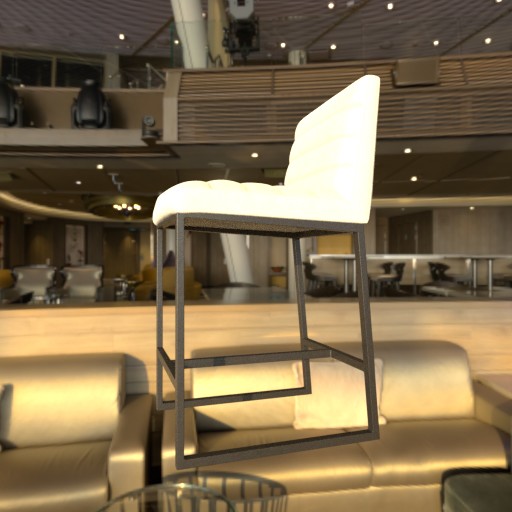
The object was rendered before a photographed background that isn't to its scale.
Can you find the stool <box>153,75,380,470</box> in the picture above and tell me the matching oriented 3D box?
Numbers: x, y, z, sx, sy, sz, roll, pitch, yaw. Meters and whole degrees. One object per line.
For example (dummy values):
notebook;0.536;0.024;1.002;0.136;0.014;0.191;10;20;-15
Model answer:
stool;0.000;0.000;1.292;0.567;0.971;0.459;0;0;-19
